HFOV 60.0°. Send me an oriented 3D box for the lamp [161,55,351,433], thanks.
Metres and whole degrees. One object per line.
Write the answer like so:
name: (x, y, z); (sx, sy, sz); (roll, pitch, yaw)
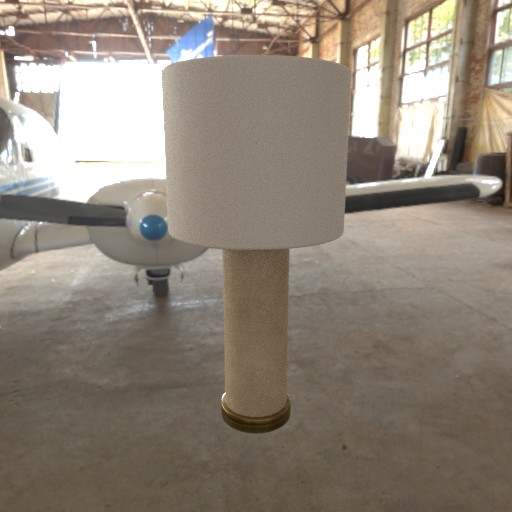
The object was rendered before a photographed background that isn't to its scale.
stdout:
lamp: (0.000, 0.000, 0.797); (0.305, 0.634, 0.305); (7, 16, 27)
